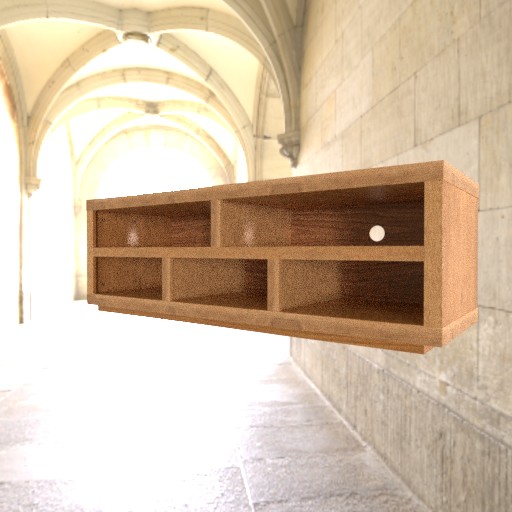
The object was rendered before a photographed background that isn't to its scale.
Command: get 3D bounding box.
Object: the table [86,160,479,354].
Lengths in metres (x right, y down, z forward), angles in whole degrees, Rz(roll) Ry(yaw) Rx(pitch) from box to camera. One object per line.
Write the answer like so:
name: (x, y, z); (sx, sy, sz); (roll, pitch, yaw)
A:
table: (0.000, 0.000, 1.736); (1.499, 0.491, 0.499); (1, 1, 36)
